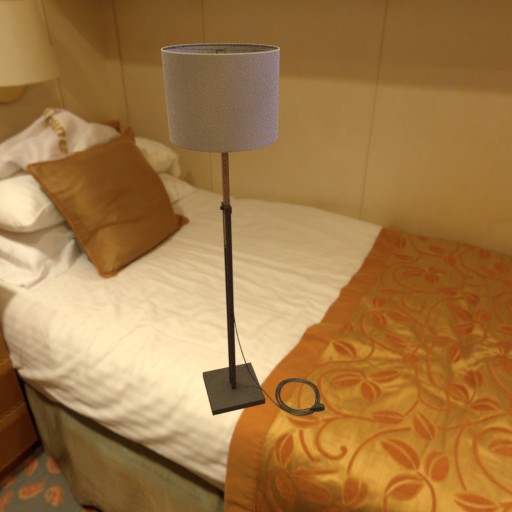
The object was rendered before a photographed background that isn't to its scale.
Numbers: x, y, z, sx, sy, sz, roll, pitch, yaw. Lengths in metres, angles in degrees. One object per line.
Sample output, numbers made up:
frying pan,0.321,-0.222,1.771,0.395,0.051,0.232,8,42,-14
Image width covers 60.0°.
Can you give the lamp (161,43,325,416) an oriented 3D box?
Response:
lamp,0.000,0.000,1.936,0.639,1.650,0.474,-8,31,-14
